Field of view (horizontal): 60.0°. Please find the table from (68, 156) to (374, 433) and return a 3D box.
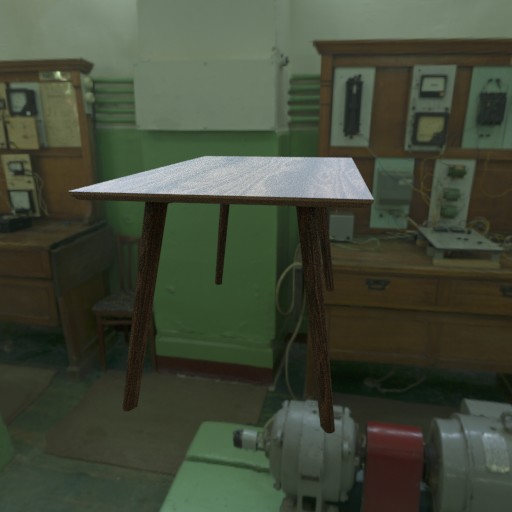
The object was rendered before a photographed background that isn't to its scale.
[{"bbox_3d":[0.000,0.000,1.872,0.801,0.724,1.349,3,17,9],"label":"table"}]
